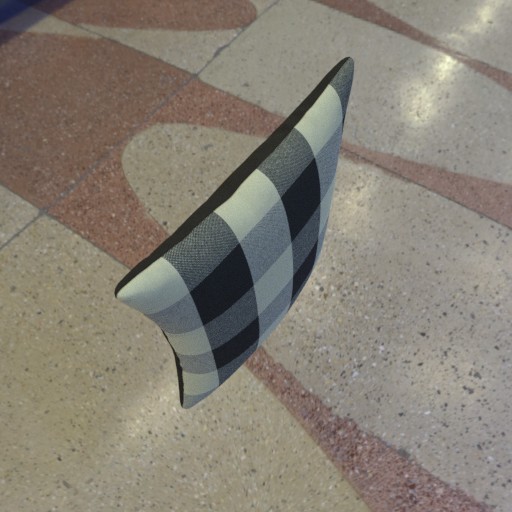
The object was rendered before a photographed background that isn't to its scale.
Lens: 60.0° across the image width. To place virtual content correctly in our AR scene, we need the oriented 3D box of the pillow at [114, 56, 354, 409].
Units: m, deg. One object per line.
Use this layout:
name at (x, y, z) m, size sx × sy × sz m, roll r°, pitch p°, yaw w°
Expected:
pillow at (0.000, 0.000, 0.793) m, size 0.161 × 0.509 × 0.511 m, roll 31°, pitch 63°, yaw 18°
